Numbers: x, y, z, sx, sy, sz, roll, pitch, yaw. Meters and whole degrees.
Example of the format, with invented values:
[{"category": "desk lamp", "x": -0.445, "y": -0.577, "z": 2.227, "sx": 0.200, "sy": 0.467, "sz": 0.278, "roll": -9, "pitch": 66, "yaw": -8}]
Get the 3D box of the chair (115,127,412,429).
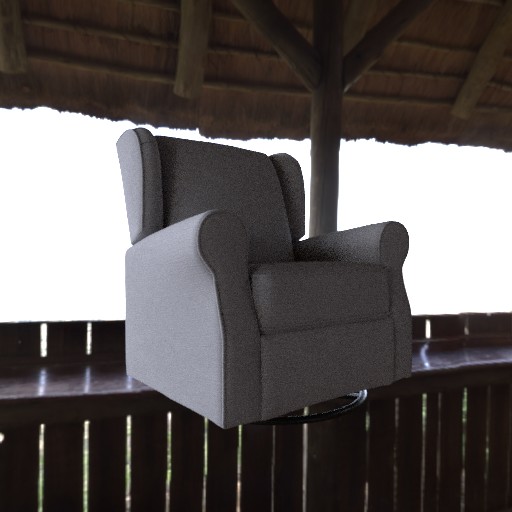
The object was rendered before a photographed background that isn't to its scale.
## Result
[{"category": "chair", "x": 0.000, "y": 0.000, "z": 1.667, "sx": 0.906, "sy": 0.966, "sz": 0.854, "roll": 0, "pitch": 1, "yaw": -37}]
